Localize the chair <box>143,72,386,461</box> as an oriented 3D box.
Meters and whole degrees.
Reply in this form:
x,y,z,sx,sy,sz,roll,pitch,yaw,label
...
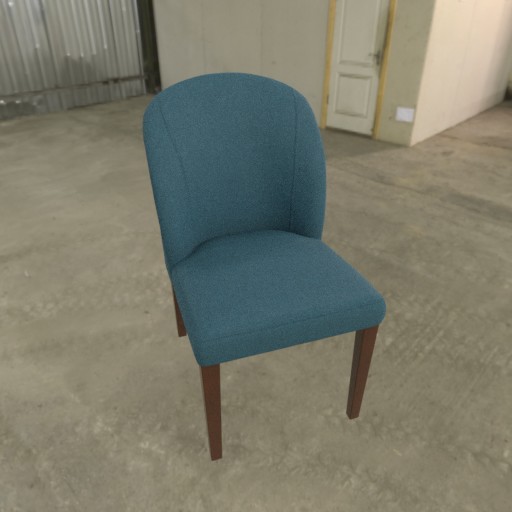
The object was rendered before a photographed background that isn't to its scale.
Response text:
x,y,z,sx,sy,sz,roll,pitch,yaw,label
0.000,0.000,1.254,0.507,0.879,0.620,-10,33,-16,chair
